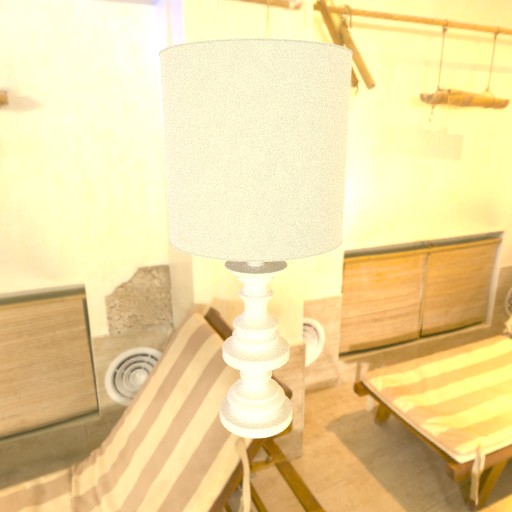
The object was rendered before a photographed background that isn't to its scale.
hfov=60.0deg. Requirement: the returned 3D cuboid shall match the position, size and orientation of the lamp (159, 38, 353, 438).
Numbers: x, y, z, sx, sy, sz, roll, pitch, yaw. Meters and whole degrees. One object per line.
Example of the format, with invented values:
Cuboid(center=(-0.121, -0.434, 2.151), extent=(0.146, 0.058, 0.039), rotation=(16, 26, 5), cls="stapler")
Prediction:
Cuboid(center=(0.000, 0.000, 0.549), extent=(0.208, 0.455, 0.208), rotation=(-7, 18, -24), cls="lamp")
